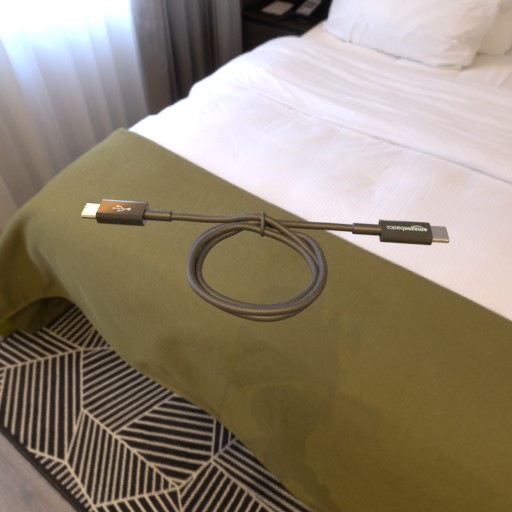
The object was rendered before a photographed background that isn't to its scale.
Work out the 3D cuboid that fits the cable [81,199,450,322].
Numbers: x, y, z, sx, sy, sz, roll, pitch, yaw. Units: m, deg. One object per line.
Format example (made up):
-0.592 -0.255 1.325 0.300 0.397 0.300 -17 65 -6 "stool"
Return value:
0.000 0.000 0.213 0.192 0.014 0.070 4 47 4 "cable"
